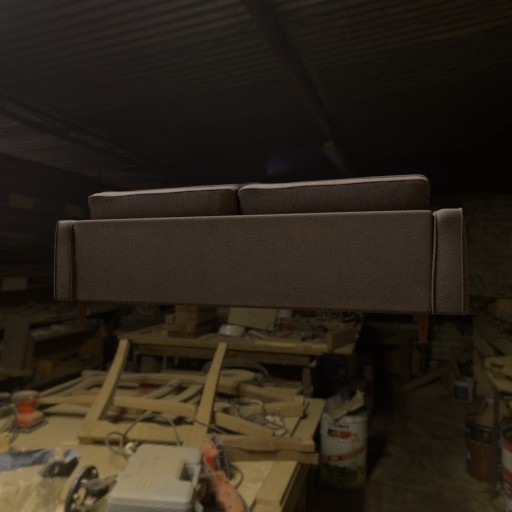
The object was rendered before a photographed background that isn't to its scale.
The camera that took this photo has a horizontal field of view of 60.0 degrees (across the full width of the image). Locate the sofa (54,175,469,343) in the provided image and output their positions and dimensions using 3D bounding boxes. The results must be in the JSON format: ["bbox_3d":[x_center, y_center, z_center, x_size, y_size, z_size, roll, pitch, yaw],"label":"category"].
[{"bbox_3d":[0.000,0.000,2.729,2.295,0.813,0.923,0,0,18],"label":"sofa"}]
